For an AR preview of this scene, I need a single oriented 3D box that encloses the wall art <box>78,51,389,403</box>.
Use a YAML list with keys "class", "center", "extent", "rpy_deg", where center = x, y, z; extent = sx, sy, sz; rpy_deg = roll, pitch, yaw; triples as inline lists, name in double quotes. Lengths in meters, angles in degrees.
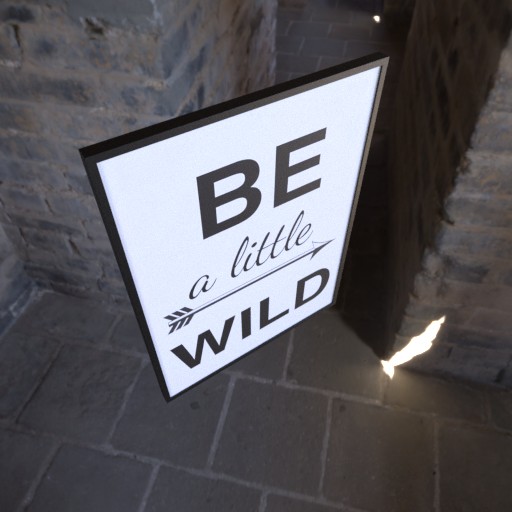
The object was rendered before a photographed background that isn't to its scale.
- class: "wall art"
  center: [0.000, 0.000, 1.391]
  extent: [0.806, 1.062, 0.038]
  rpy_deg: [-26, 52, -22]
